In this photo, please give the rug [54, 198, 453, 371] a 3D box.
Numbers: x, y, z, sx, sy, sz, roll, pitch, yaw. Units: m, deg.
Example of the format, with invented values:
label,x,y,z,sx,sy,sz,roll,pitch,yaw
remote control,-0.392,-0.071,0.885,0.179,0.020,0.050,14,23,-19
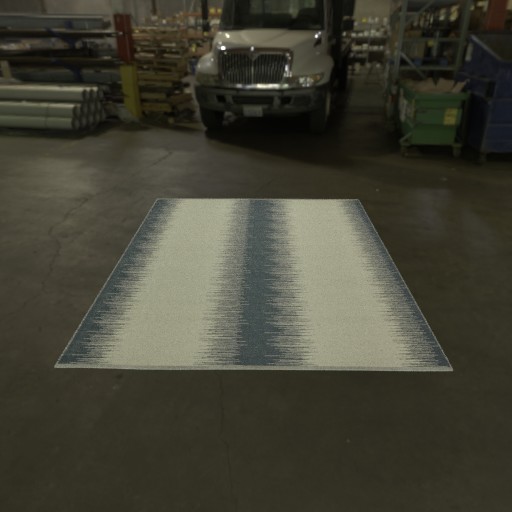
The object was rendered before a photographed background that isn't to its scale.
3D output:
label,x,y,z,sx,sy,sz,roll,pitch,yaw
rug,0.000,0.000,4.055,2.453,0.004,3.037,0,27,1
